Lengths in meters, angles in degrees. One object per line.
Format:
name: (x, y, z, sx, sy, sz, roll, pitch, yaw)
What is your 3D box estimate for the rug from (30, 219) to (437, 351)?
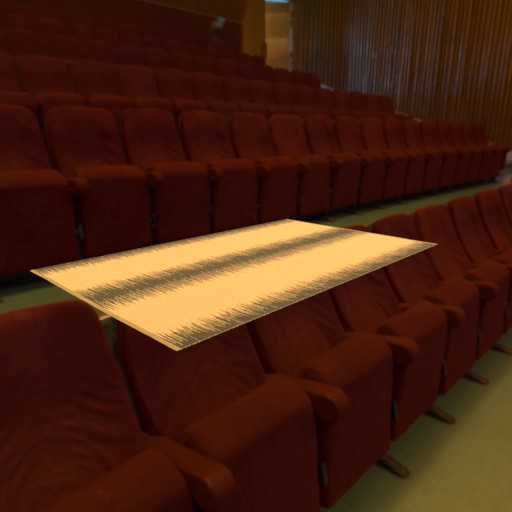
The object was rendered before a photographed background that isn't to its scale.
rug: (0.000, 0.000, 3.068, 1.519, 0.003, 2.453, 14, 21, 42)
